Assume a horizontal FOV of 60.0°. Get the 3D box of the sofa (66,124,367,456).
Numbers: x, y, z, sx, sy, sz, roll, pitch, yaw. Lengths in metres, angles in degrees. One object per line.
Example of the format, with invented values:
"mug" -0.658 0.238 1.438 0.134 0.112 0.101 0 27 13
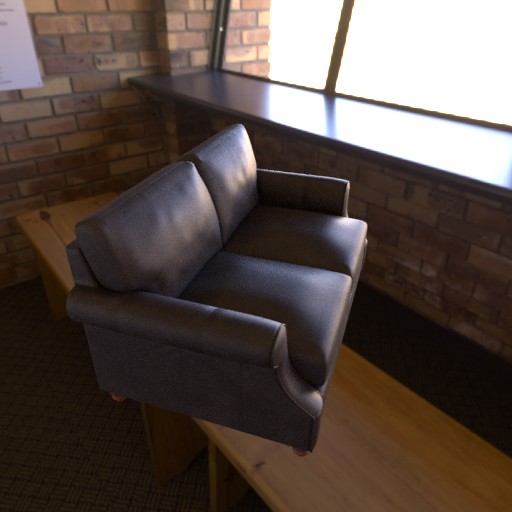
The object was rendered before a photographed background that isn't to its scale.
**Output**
"sofa" 0.000 0.000 2.324 1.030 0.979 1.663 10 32 16
